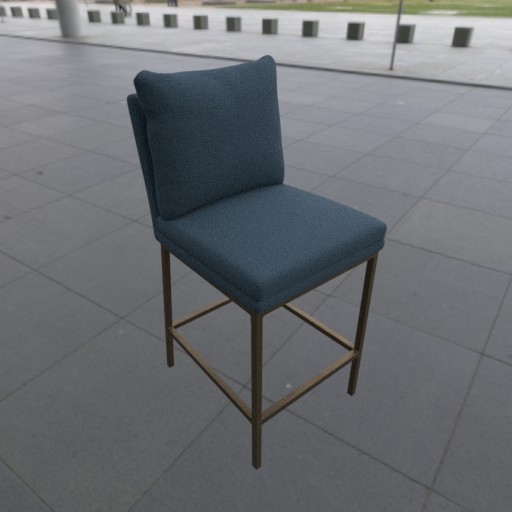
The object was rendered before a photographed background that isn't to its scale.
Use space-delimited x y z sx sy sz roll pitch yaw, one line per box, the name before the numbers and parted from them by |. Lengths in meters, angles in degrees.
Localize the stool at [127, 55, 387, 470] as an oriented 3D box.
stool | 0.000 0.000 1.318 0.463 1.032 0.568 -23 38 -33
